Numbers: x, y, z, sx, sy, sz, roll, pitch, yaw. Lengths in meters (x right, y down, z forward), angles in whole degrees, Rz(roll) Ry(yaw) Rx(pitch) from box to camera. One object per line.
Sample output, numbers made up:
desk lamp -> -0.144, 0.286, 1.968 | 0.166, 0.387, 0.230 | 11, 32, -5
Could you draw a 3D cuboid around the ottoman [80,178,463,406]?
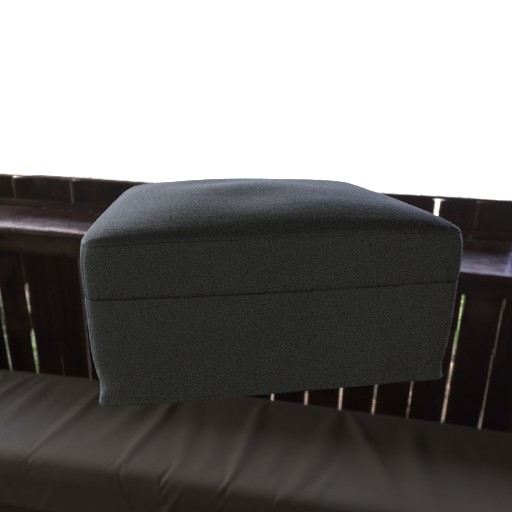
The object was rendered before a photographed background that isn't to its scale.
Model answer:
ottoman -> 0.000, 0.000, 1.347 | 0.842, 0.441, 0.843 | -2, 17, -8
